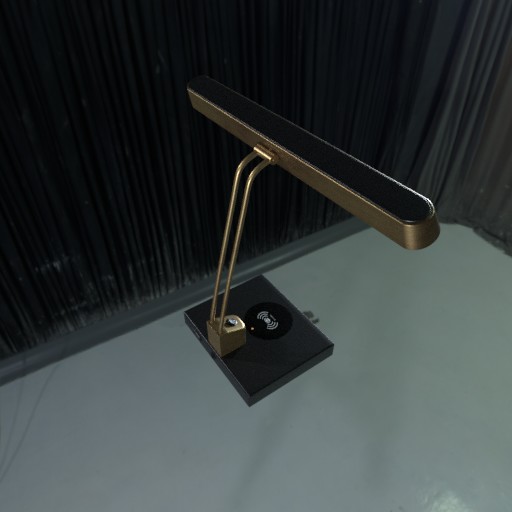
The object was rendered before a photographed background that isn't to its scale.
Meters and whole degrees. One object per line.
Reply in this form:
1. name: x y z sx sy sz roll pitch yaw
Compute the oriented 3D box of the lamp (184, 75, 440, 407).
1. lamp: 0.000 0.000 0.585 0.156 0.345 0.412 -25 47 -26
